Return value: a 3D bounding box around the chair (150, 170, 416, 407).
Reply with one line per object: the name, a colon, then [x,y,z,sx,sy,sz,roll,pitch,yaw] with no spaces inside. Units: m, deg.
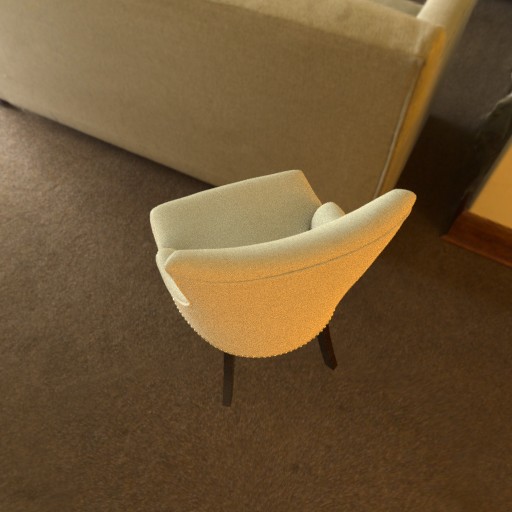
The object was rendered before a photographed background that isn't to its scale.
chair: [0.000,0.000,1.329,0.566,0.909,0.629,-16,59,-10]
